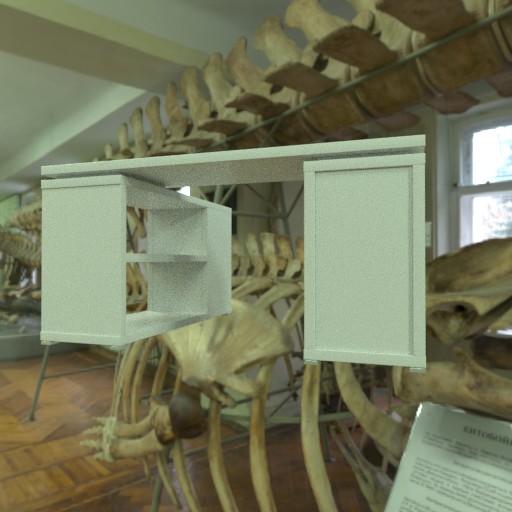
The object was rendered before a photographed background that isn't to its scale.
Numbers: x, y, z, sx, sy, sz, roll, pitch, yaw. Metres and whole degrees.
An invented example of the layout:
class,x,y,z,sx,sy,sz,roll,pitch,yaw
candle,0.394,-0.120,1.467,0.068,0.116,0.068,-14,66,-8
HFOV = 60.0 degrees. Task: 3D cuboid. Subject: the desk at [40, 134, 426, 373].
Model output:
class,x,y,z,sx,sy,sz,roll,pitch,yaw
desk,0.000,0.000,2.206,1.524,0.753,1.200,0,-1,18
